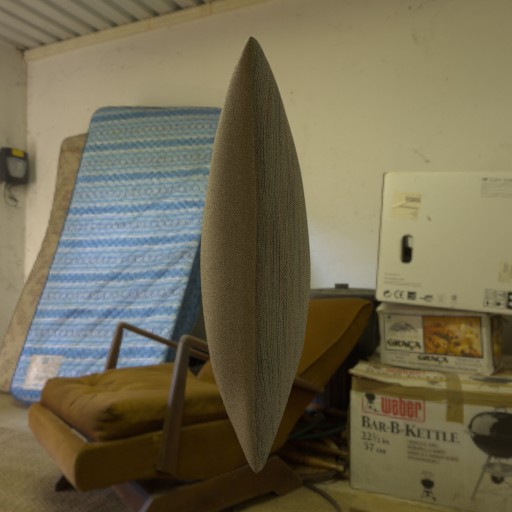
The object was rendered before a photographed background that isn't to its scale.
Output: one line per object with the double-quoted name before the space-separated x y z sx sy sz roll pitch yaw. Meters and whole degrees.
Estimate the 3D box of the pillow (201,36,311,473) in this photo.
"pillow" 0.000 0.000 0.761 0.178 0.506 0.512 0 -1 1
